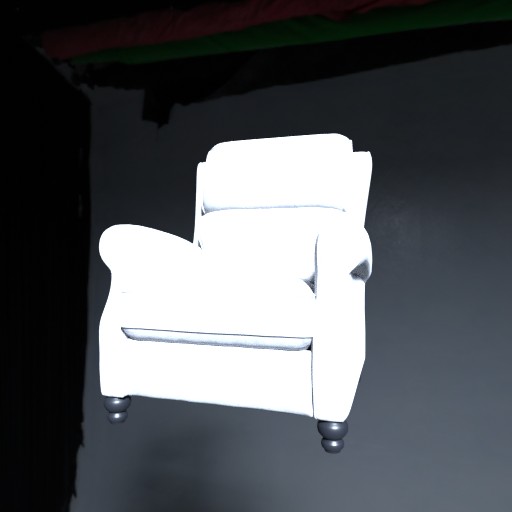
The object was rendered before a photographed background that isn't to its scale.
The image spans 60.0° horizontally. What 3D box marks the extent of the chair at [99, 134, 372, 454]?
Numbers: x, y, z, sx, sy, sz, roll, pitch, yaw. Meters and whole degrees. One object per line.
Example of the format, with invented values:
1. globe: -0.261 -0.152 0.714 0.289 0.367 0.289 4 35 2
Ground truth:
1. chair: 0.000 0.000 1.666 0.859 1.046 0.919 0 0 17
